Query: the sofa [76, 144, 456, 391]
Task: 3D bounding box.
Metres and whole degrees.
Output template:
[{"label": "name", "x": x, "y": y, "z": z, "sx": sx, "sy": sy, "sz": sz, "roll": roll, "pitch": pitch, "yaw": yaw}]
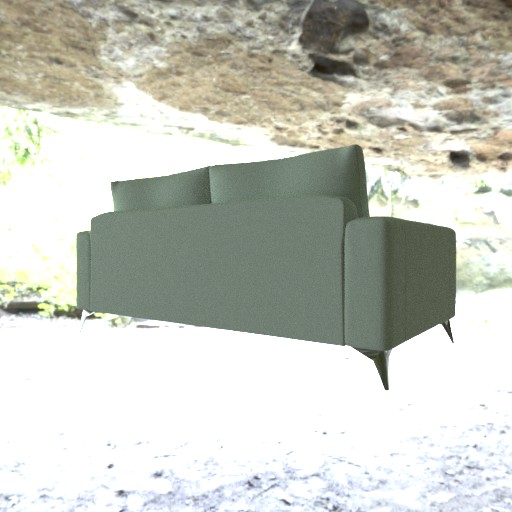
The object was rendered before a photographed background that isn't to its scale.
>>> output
[{"label": "sofa", "x": 0.000, "y": 0.000, "z": 2.157, "sx": 1.650, "sy": 0.790, "sz": 0.920, "roll": 0, "pitch": 1, "yaw": 36}]
